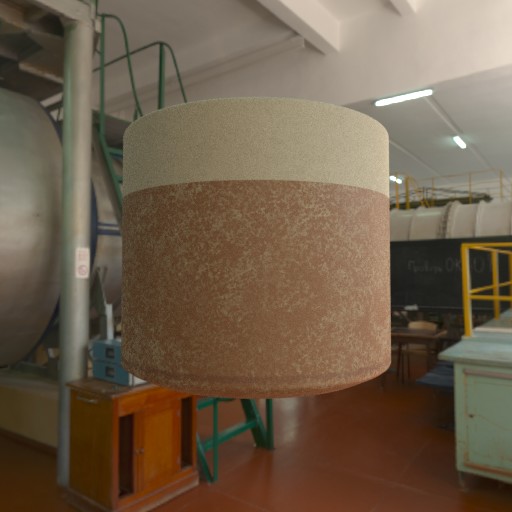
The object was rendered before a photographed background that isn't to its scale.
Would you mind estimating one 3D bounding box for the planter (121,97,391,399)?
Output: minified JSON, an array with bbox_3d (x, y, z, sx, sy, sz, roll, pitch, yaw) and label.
[{"bbox_3d":[0.000,0.000,0.274,0.159,0.138,0.159,0,-2,0],"label":"planter"}]
